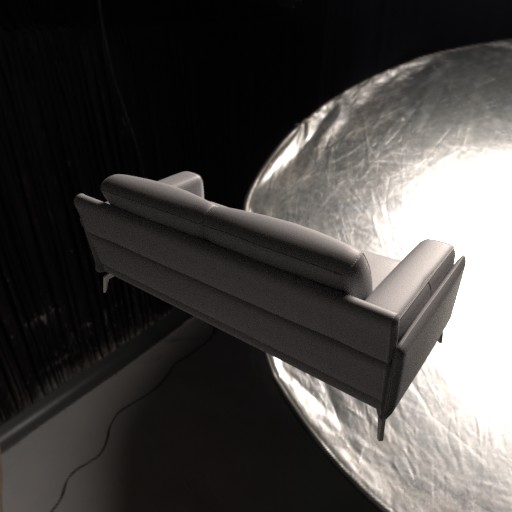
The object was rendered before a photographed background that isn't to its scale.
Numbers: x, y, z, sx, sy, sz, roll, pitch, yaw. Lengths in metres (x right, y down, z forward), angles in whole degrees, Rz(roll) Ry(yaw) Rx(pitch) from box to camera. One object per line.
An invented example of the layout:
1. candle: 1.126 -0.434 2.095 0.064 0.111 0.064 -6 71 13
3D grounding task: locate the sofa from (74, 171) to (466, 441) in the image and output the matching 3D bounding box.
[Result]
1. sofa: 0.000 0.000 2.605 2.100 0.900 0.969 20 36 31
